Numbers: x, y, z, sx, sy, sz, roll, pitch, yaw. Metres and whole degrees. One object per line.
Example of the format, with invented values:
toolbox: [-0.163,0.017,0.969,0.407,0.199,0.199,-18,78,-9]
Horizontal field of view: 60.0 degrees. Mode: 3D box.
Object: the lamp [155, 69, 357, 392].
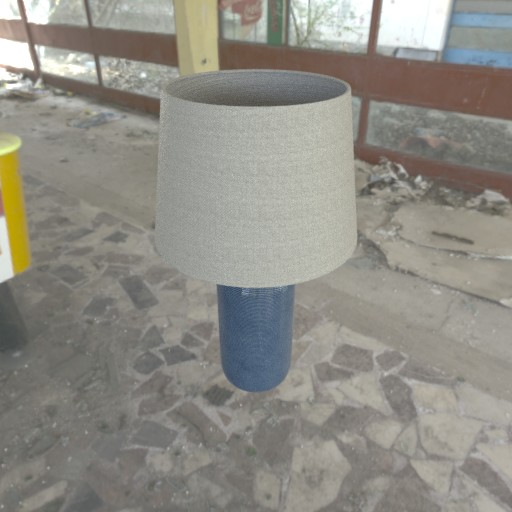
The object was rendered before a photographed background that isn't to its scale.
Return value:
lamp: [0.000,0.000,0.584,0.253,0.428,0.253,0,32,0]
